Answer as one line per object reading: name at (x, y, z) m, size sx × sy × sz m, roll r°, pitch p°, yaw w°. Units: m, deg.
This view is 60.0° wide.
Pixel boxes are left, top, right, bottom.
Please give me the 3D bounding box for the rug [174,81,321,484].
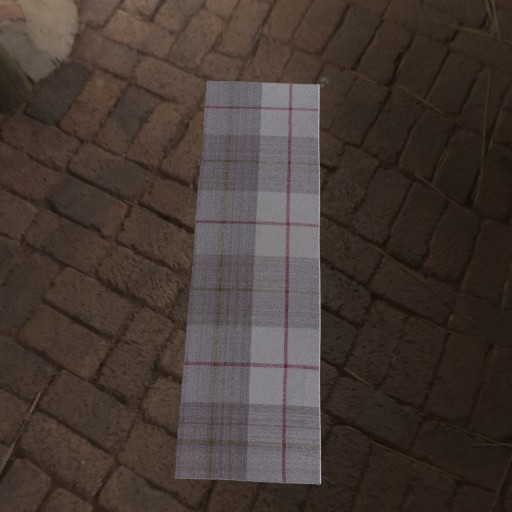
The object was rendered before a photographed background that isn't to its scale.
rug at (0.000, 0.000, 2.646) m, size 0.762 × 0.013 × 2.439 m, roll 2°, pitch 74°, yaw 1°
